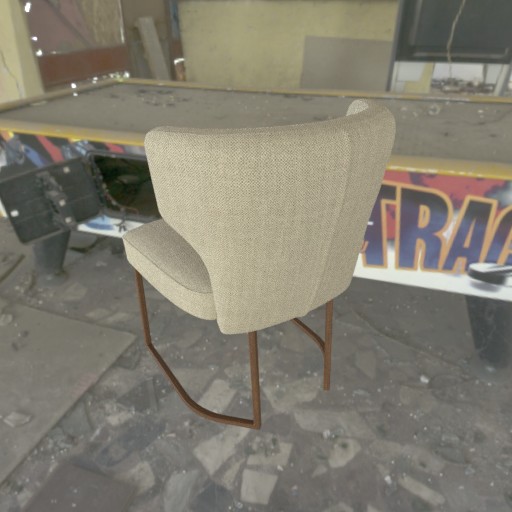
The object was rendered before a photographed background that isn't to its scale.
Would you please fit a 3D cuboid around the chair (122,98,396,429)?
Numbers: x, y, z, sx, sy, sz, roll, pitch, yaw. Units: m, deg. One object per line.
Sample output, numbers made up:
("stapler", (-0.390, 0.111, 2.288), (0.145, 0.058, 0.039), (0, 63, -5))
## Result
("chair", (0.000, 0.000, 1.226), (0.611, 0.824, 0.617), (-18, 34, -29))
